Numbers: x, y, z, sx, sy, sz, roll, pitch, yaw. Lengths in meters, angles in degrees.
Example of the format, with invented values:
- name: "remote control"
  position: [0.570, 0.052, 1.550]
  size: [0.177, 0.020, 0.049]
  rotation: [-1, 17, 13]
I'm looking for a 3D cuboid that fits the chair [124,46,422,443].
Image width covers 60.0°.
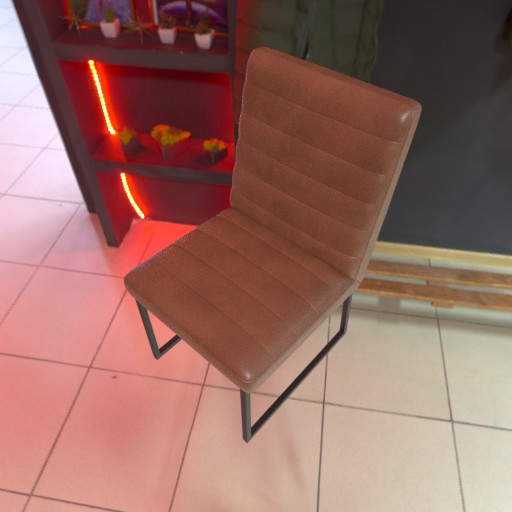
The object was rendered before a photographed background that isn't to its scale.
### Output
- name: "chair"
  position: [0.000, 0.000, 1.320]
  size: [0.520, 0.930, 0.634]
  rotation: [33, 55, 27]
